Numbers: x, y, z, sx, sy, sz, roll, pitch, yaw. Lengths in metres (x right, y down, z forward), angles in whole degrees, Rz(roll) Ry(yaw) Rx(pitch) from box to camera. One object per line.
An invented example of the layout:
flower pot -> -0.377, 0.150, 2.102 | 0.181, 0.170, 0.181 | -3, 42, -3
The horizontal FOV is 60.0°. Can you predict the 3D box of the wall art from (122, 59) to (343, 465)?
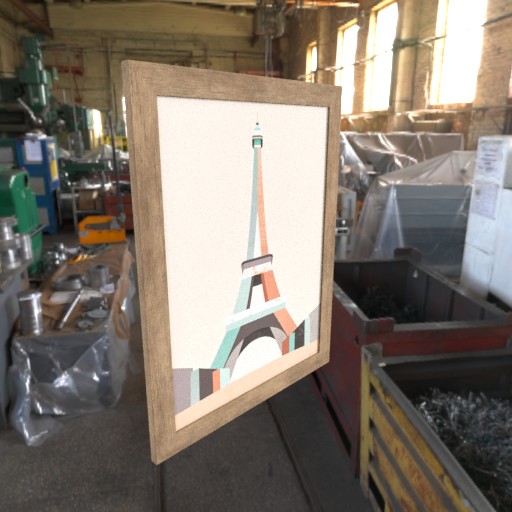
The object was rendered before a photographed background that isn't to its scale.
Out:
wall art -> 0.000, 0.000, 0.907 | 0.018, 0.686, 0.534 | 15, 22, 43
